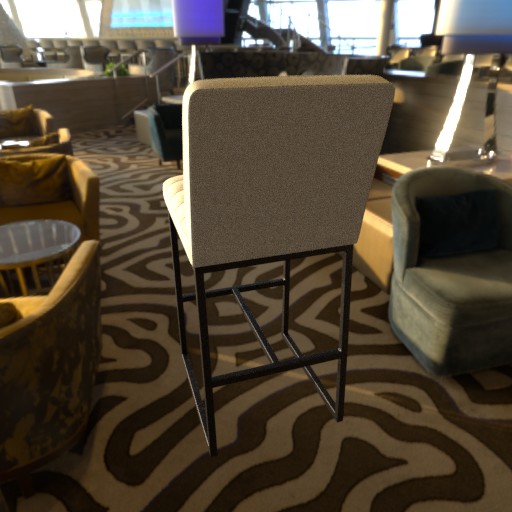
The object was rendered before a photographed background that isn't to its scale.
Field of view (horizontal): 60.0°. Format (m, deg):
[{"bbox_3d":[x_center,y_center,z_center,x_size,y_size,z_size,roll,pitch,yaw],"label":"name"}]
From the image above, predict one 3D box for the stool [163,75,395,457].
[{"bbox_3d":[0.000,0.000,1.336,0.460,1.040,0.560,-8,27,-17],"label":"stool"}]
